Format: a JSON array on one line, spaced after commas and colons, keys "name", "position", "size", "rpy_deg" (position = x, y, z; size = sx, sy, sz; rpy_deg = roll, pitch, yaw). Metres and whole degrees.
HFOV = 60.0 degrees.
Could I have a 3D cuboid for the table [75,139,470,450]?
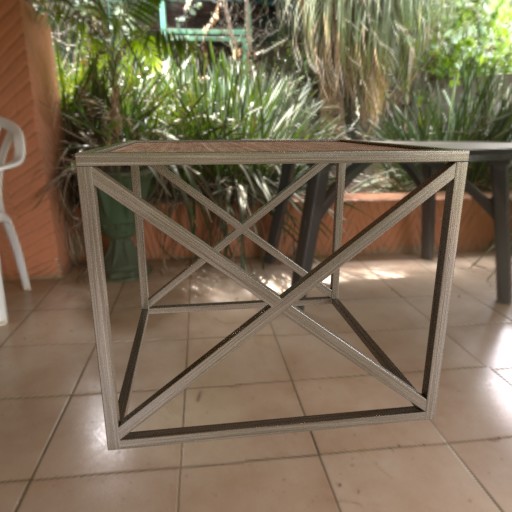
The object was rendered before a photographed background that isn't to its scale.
[{"name": "table", "position": [0.000, 0.000, 1.034], "size": [0.611, 0.507, 0.609], "rpy_deg": [-2, 16, -8]}]
